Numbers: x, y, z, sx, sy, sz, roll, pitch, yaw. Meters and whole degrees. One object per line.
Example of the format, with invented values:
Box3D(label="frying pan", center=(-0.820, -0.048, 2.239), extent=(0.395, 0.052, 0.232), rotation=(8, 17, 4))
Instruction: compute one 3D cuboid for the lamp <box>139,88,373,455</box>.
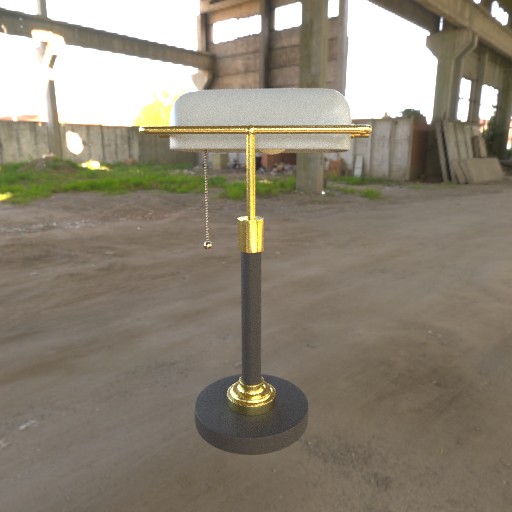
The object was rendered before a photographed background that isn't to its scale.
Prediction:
Box3D(label="lamp", center=(0.000, 0.000, 0.557), extent=(0.269, 0.404, 0.227), rotation=(2, 14, 8))
